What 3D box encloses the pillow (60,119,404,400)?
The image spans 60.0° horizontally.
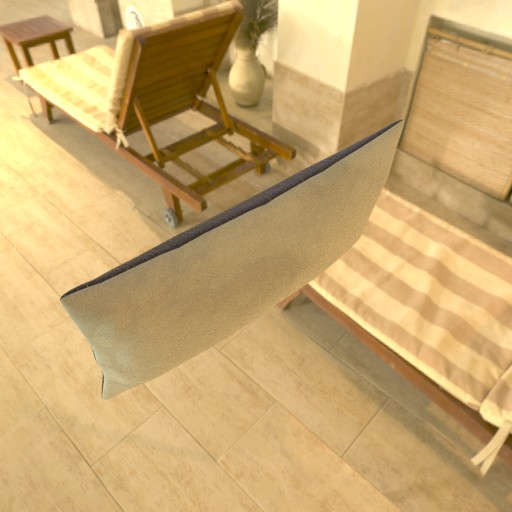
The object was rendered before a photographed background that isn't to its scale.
[{"bbox_3d":[0.000,0.000,0.735,0.608,0.305,0.156,-31,53,-27],"label":"pillow"}]
